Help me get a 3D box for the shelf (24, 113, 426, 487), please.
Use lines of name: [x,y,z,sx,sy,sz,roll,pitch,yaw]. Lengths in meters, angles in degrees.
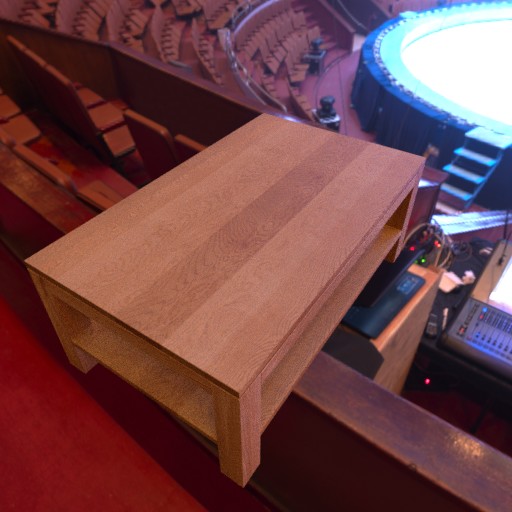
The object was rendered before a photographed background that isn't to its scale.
shelf: [0.000,0.000,1.526,0.700,0.450,1.150,24,46,25]
